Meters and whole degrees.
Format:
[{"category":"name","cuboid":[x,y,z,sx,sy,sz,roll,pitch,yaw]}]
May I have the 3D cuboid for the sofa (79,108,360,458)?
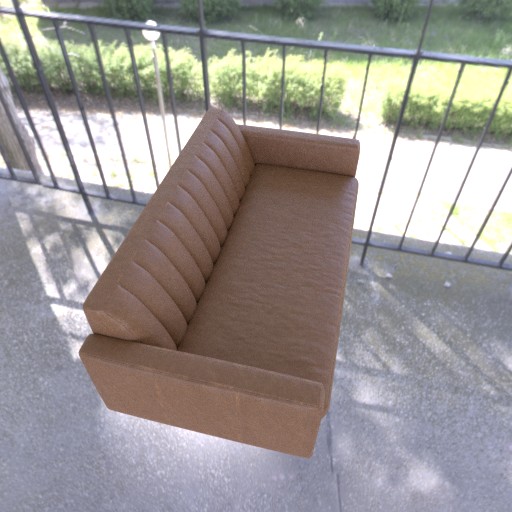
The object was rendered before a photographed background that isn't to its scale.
[{"category":"sofa","cuboid":[0.000,0.000,2.413,0.993,0.821,1.847,10,47,9]}]
